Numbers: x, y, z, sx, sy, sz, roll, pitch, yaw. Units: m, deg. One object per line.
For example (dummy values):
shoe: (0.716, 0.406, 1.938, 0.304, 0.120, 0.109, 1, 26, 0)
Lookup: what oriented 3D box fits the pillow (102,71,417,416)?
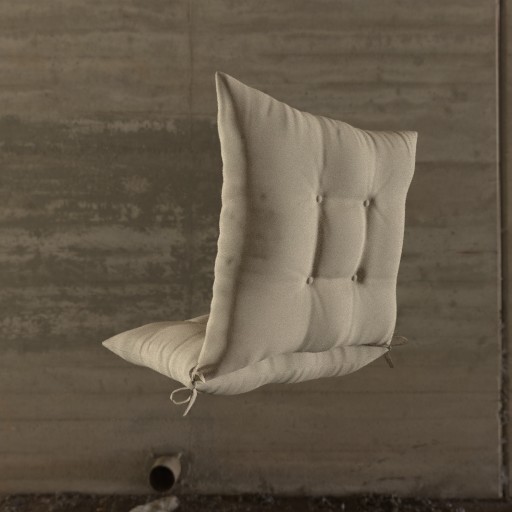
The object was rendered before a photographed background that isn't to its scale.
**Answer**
pillow: (0.000, 0.000, 0.994, 0.541, 0.536, 0.585, 0, -1, -36)
